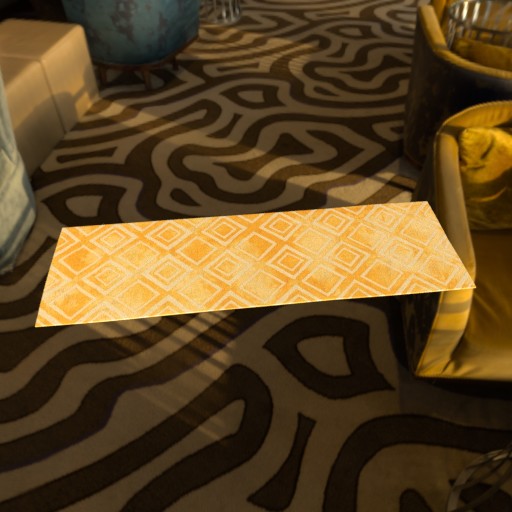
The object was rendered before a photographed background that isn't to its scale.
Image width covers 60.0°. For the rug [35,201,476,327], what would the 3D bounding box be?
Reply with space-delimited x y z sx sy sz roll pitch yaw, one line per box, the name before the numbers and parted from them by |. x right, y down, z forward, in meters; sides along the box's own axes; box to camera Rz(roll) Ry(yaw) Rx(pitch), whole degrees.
rug | 0.000 0.000 2.683 2.438 0.010 0.775 -5 47 -4
